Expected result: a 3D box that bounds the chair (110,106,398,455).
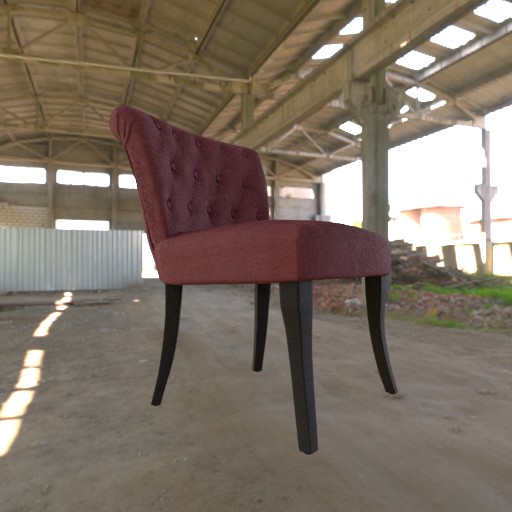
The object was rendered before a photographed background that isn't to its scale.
[{"bbox_3d":[0.000,0.000,1.191,0.605,0.750,0.582,-1,-1,36],"label":"chair"}]
